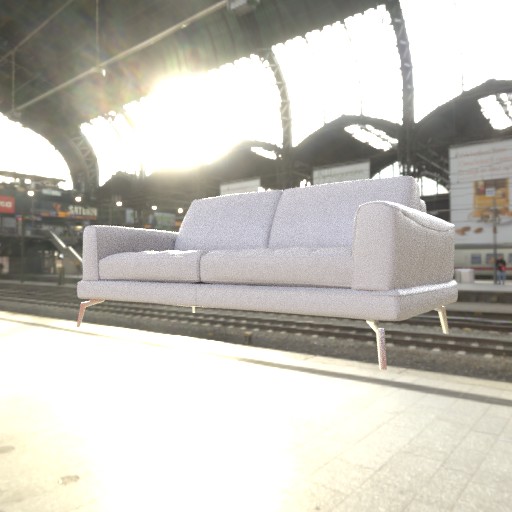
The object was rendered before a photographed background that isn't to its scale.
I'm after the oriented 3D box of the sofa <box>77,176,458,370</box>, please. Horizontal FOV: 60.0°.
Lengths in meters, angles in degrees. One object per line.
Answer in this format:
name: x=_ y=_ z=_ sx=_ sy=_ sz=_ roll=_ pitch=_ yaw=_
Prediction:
sofa: x=0.000 y=0.000 z=2.748 sx=2.177 sy=0.930 sz=1.121 roll=-1 pitch=-1 yaw=36
